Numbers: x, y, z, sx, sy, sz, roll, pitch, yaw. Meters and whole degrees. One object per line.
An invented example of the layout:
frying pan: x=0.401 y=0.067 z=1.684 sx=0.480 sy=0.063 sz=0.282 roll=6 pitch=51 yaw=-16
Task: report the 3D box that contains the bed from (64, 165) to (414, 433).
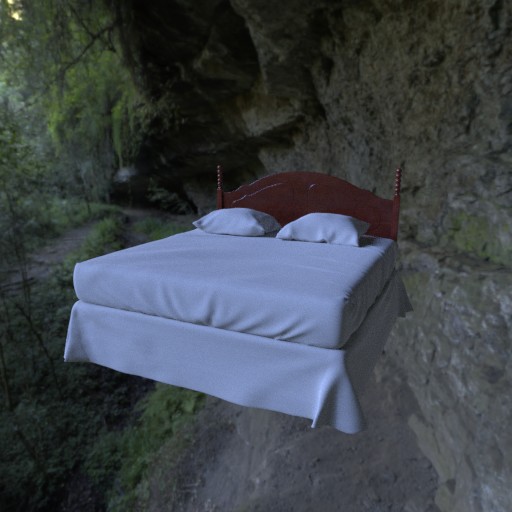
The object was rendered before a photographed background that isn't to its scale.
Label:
bed: x=0.000 y=0.000 z=3.599 sx=2.322 sy=1.355 sz=2.219 roll=6 pitch=15 yaw=25
